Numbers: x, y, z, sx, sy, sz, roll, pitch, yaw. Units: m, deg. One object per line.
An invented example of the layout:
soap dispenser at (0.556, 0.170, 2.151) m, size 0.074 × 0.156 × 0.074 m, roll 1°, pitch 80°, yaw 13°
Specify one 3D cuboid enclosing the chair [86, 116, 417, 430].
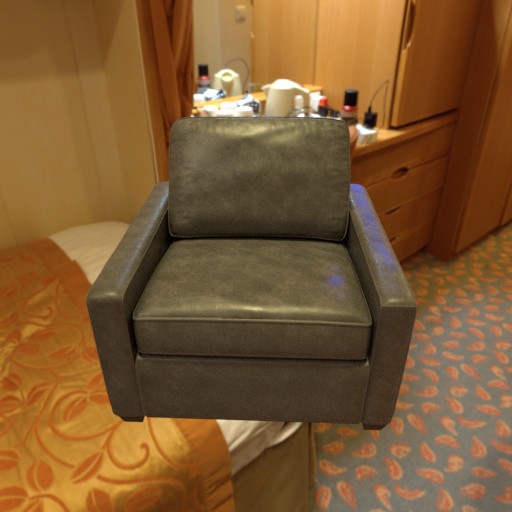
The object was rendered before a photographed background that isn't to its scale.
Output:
chair at (0.000, 0.000, 1.746) m, size 1.006 × 0.916 × 0.939 m, roll 1°, pitch 31°, yaw 2°
